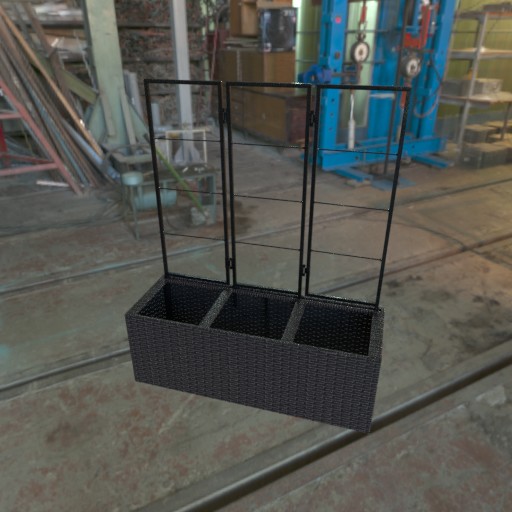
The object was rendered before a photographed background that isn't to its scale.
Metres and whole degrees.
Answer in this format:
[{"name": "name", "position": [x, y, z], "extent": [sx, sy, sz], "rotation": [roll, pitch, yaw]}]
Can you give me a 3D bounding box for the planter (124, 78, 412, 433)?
[{"name": "planter", "position": [0.000, 0.000, 1.174], "extent": [0.699, 0.841, 0.244], "rotation": [8, 28, 15]}]
